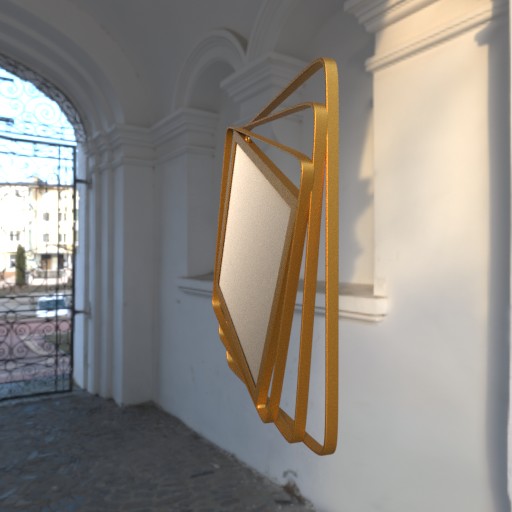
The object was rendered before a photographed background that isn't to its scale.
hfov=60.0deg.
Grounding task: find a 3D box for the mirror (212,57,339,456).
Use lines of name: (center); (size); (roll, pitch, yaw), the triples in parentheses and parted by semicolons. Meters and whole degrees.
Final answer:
mirror: (0.000, 0.000, 0.708); (0.045, 0.468, 0.470); (0, 0, -18)
